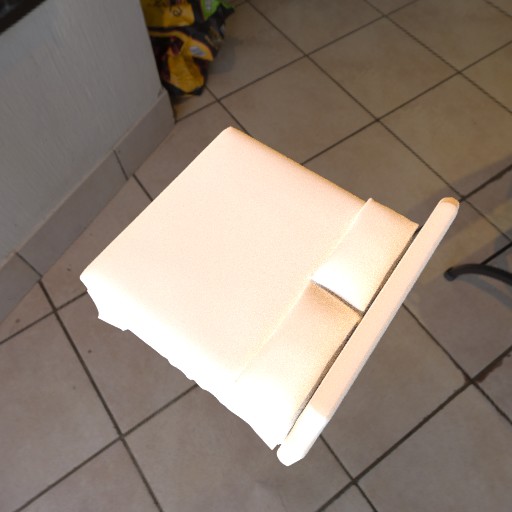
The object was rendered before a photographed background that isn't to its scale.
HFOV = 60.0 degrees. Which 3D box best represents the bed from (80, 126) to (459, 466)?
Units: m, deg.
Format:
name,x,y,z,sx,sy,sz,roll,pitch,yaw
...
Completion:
name,x,y,z,sx,sy,sz,roll,pitch,yaw
bed,0.000,0.000,3.557,2.204,1.301,2.160,33,68,15
